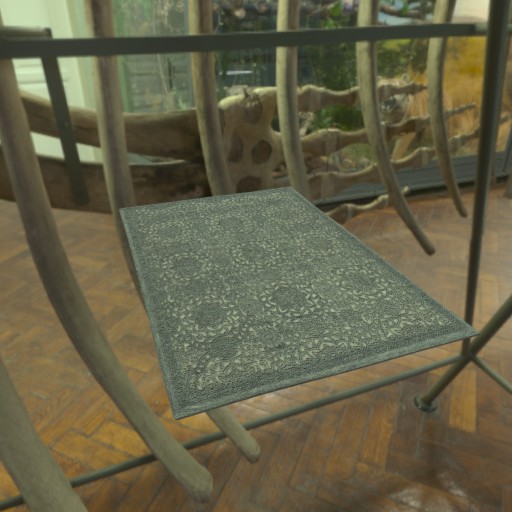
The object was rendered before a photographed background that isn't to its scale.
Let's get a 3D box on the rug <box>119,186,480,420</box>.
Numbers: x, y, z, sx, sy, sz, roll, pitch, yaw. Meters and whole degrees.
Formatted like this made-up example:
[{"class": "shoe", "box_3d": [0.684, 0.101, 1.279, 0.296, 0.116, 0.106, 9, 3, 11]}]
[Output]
[{"class": "rug", "box_3d": [0.000, 0.000, 2.318, 1.224, 0.016, 1.830, -10, 30, -18]}]
